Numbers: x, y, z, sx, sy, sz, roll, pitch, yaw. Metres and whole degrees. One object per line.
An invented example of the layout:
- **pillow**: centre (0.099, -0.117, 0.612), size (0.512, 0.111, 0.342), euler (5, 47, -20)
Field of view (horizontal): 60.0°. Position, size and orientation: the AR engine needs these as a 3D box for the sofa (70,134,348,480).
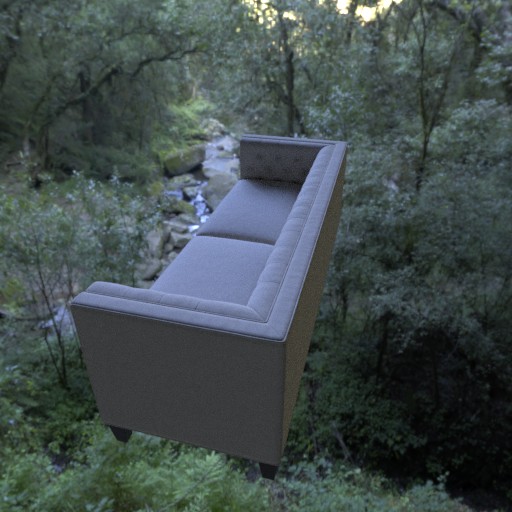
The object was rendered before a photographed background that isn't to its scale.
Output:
- **sofa**: centre (0.000, 0.000, 2.533), size (0.775, 0.762, 2.159), euler (8, 32, 13)
